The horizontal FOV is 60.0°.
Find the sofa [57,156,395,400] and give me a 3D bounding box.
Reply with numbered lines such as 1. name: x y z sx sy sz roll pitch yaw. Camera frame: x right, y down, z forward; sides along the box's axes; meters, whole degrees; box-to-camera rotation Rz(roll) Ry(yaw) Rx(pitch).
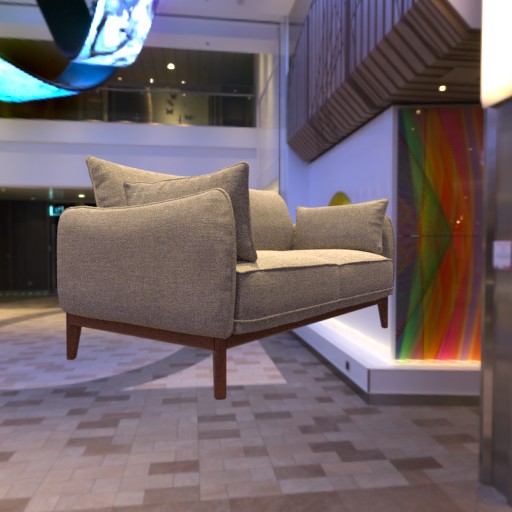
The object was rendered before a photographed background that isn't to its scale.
1. sofa: 0.000 0.000 2.183 0.972 0.851 1.580 1 2 36
